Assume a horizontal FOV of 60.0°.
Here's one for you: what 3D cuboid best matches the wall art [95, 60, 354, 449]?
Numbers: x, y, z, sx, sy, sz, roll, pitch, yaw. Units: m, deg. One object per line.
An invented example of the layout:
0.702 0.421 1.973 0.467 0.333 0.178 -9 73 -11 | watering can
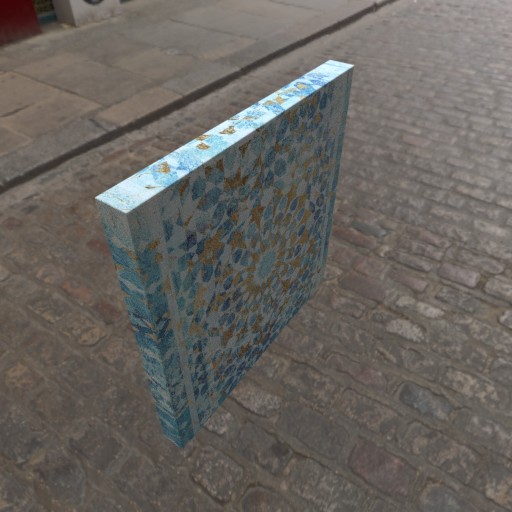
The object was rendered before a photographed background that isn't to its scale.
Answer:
0.000 0.000 0.610 0.037 0.405 0.405 25 47 25 | wall art
